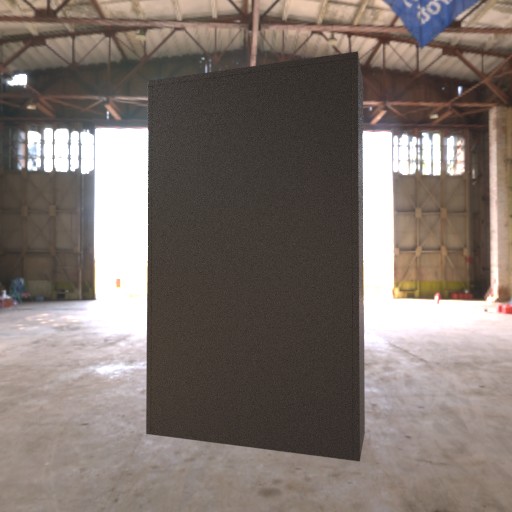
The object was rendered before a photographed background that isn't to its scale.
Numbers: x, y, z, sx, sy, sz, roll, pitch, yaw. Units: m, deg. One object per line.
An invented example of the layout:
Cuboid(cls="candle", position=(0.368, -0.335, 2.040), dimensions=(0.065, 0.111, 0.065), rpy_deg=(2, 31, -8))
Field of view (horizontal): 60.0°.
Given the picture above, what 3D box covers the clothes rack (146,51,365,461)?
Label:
Cuboid(cls="clothes rack", position=(0.000, 0.000, 1.614), dimensions=(0.750, 1.280, 0.250), rpy_deg=(0, -1, 17))
